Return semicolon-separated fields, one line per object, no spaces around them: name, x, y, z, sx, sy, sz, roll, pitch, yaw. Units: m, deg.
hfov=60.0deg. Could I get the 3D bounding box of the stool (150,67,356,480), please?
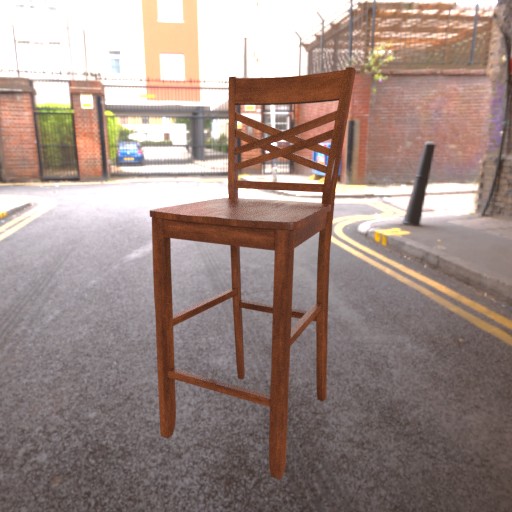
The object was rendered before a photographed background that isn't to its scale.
stool;0.000;0.000;1.355;0.433;1.105;0.487;7;16;26
